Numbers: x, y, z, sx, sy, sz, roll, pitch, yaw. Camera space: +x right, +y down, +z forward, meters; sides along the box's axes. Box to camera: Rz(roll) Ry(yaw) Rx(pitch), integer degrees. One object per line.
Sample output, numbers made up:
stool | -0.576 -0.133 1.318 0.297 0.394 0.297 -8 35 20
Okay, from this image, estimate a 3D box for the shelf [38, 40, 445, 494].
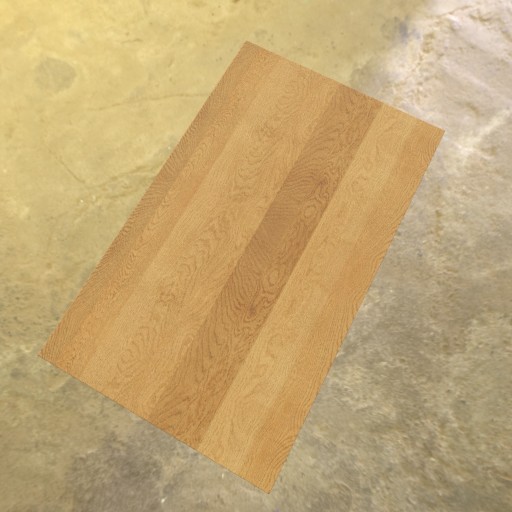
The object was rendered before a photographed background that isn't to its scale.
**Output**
shelf | 0.000 0.000 1.488 0.700 0.450 1.150 28 76 7
